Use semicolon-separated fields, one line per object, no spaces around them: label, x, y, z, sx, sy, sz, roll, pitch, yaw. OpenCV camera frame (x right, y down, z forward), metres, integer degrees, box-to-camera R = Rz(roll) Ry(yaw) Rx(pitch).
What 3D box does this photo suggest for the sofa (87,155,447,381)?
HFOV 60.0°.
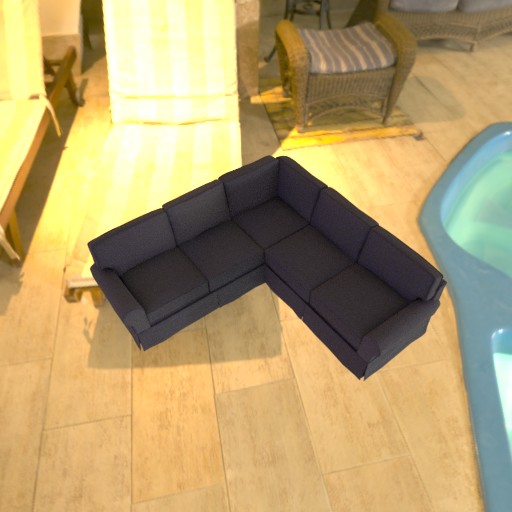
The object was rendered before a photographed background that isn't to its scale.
sofa;0.000;0.000;5.175;3.773;1.169;2.874;-4;47;-4
